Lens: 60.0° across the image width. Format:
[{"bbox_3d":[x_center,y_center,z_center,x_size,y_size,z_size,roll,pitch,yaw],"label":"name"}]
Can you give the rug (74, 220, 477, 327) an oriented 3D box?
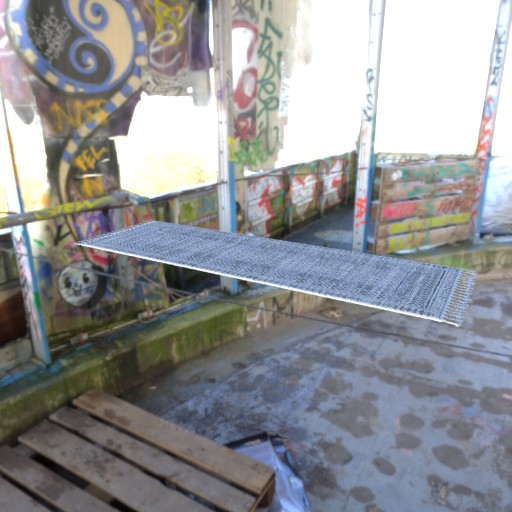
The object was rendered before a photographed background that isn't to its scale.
[{"bbox_3d":[0.000,0.000,2.785,2.480,0.013,0.786,10,21,28],"label":"rug"}]
